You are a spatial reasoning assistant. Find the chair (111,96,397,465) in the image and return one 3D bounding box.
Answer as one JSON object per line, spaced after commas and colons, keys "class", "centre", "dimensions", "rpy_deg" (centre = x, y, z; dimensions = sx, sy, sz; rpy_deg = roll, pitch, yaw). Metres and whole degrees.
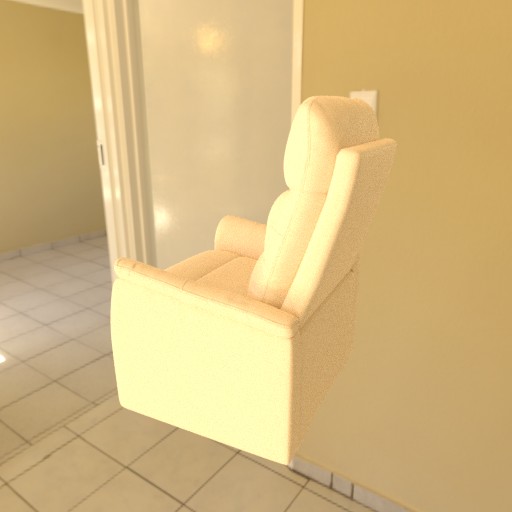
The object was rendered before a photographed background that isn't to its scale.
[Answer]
{"class": "chair", "centre": [0.000, 0.000, 1.604], "dimensions": [0.831, 1.082, 0.775], "rpy_deg": [9, 20, 25]}
